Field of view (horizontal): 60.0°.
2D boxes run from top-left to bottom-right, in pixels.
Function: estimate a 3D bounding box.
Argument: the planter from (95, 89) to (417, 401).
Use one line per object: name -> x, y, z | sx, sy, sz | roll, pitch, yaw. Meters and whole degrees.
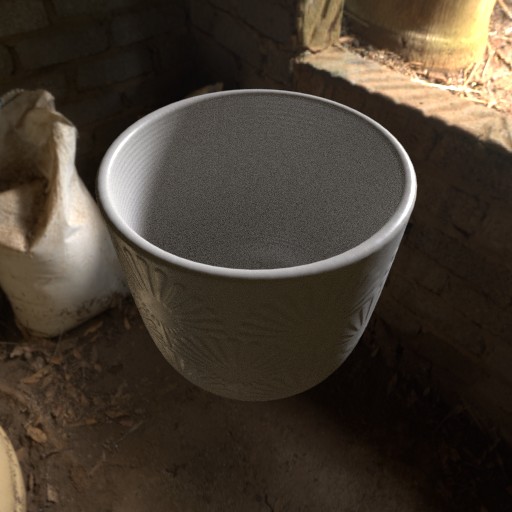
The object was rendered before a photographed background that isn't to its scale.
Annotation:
planter -> 0.000, 0.000, 0.214 | 0.124, 0.109, 0.124 | 0, 46, 0
